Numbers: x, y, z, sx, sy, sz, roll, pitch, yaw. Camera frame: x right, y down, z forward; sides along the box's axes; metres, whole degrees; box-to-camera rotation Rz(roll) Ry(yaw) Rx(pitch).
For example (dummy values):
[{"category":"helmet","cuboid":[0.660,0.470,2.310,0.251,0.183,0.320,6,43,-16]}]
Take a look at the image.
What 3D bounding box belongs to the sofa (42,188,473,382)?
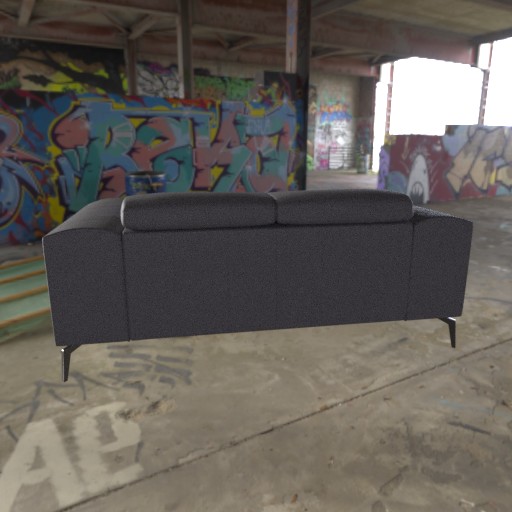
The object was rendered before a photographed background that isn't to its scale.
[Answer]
[{"category":"sofa","cuboid":[0.000,0.000,2.399,1.895,0.779,1.003,-3,15,-10]}]
